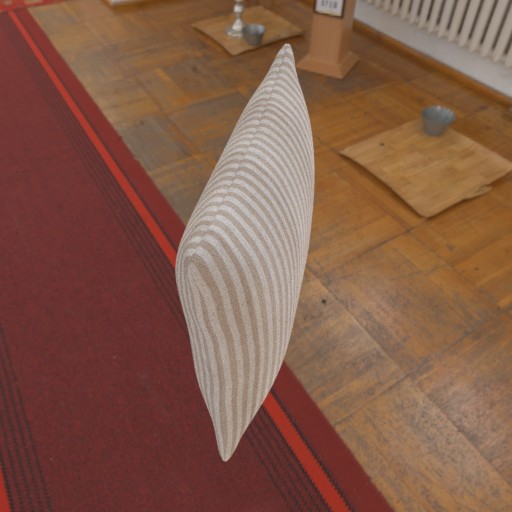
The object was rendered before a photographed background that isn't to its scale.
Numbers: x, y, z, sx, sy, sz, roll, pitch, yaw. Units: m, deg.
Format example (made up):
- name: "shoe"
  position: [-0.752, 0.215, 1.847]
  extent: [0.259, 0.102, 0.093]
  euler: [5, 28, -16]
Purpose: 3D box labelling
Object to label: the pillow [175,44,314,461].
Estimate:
- name: "pillow"
  position: [0.000, 0.000, 0.762]
  extent: [0.166, 0.510, 0.523]
  euler: [10, 48, 9]
